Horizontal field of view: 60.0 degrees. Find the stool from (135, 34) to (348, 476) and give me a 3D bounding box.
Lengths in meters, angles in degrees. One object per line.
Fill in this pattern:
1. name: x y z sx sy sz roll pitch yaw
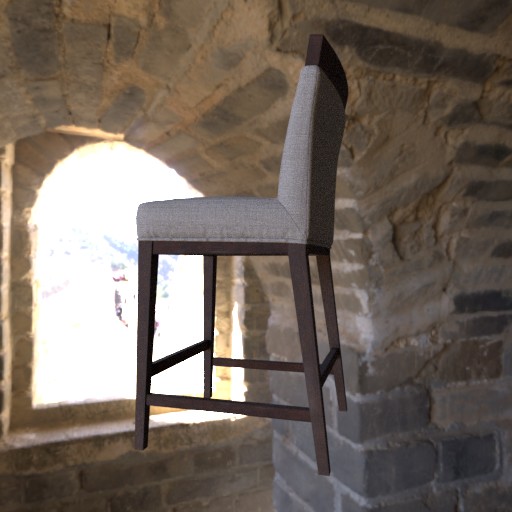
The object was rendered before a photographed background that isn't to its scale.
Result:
1. stool: 0.000 0.000 1.309 0.531 1.009 0.512 0 -1 17
